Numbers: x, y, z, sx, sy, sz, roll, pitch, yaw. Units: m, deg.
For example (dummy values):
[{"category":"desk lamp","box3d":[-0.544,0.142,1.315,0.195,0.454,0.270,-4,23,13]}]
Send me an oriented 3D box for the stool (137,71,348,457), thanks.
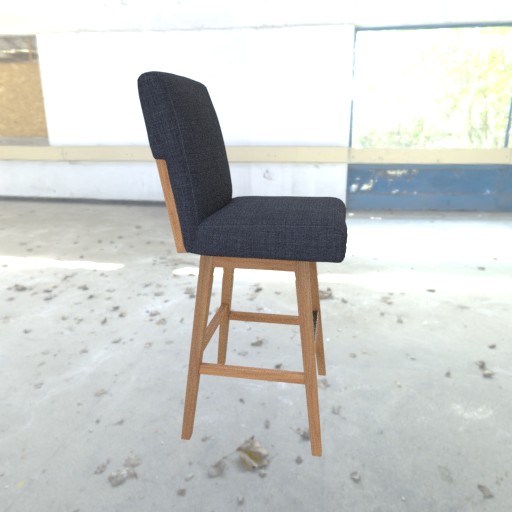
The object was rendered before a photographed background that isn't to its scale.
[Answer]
[{"category":"stool","box3d":[0.000,0.000,1.454,0.570,1.112,0.483,3,18,10]}]
